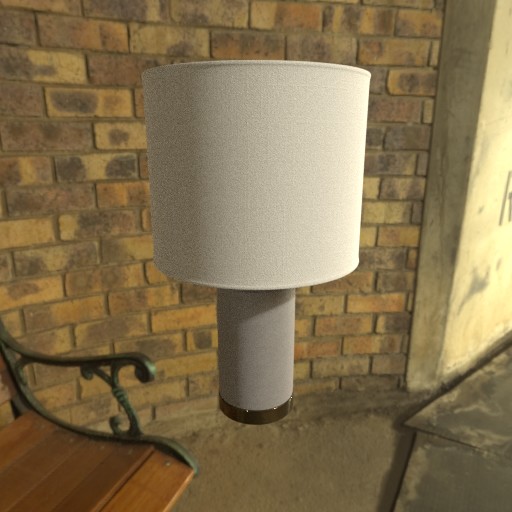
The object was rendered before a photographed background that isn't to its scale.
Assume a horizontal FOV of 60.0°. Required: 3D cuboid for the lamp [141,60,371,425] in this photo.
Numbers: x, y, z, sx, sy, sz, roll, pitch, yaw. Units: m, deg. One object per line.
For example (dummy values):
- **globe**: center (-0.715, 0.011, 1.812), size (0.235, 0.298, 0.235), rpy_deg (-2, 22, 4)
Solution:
- **lamp**: center (0.000, 0.000, 0.506), size (0.229, 0.380, 0.229), rpy_deg (0, 16, 0)
